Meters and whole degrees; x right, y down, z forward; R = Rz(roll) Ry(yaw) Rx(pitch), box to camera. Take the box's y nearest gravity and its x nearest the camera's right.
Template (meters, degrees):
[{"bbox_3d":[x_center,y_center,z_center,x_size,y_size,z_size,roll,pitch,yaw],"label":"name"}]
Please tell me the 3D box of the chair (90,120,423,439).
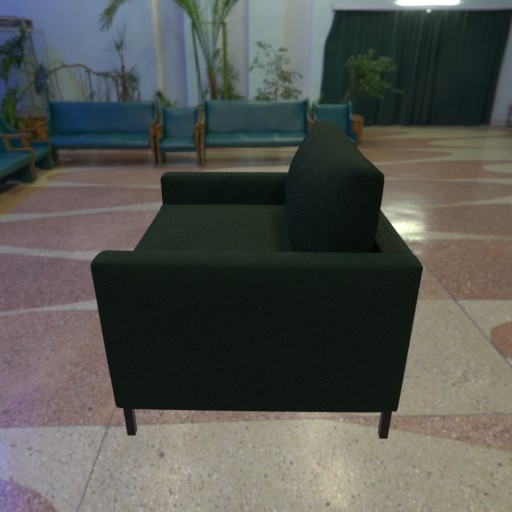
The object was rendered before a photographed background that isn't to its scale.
[{"bbox_3d":[0.000,0.000,1.611,0.866,0.861,0.963,0,25,1],"label":"chair"}]
